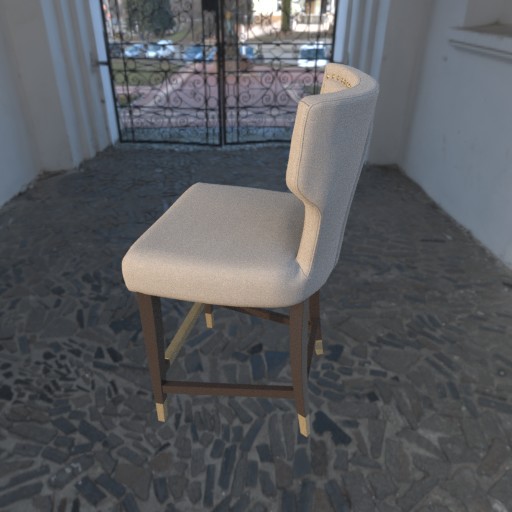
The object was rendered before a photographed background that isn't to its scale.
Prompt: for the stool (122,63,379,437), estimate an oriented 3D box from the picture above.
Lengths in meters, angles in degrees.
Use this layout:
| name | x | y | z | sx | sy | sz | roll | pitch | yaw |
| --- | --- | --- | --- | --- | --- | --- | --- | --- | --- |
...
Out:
| name | x | y | z | sx | sy | sz | roll | pitch | yaw |
| --- | --- | --- | --- | --- | --- | --- | --- | --- | --- |
| stool | 0.000 | 0.000 | 1.278 | 0.563 | 0.982 | 0.527 | 7 | 31 | 12 |
